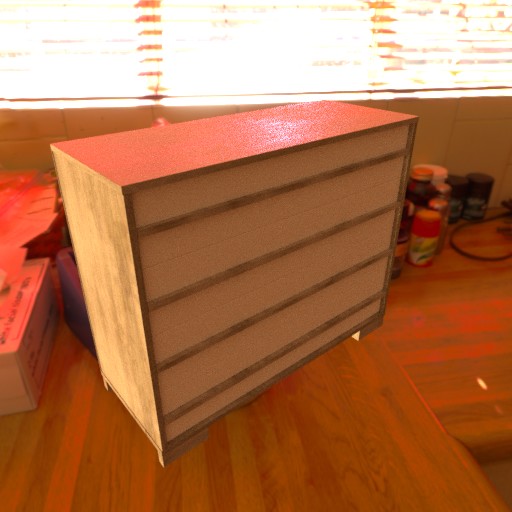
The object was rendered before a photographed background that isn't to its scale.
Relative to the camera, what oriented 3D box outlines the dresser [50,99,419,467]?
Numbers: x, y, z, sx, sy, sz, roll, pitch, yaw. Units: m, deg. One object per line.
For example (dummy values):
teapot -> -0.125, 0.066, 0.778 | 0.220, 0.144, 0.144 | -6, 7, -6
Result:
dresser -> 0.000, 0.000, 1.437 | 0.994, 0.816, 0.404 | -22, 36, -34
